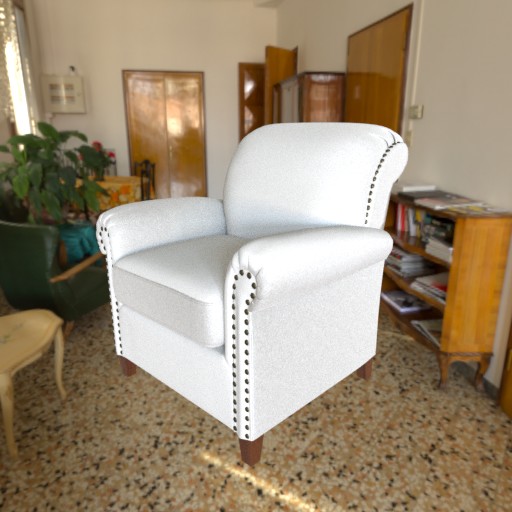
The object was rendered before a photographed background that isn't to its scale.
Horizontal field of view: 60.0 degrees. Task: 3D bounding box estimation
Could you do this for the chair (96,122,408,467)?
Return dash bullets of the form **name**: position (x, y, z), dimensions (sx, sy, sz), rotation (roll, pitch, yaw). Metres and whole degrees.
- **chair**: position (0.000, 0.000, 1.602), dimensions (0.854, 0.927, 0.890), rotation (15, 22, 42)
